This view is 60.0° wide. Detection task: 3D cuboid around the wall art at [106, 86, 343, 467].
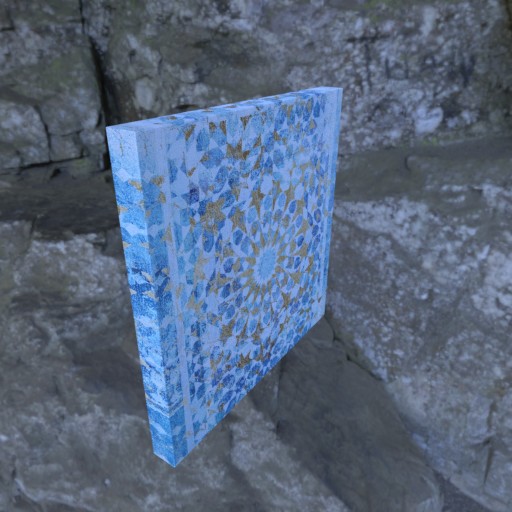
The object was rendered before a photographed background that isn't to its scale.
[{"bbox_3d":[0.000,0.000,0.613,0.037,0.405,0.405,17,31,31],"label":"wall art"}]
